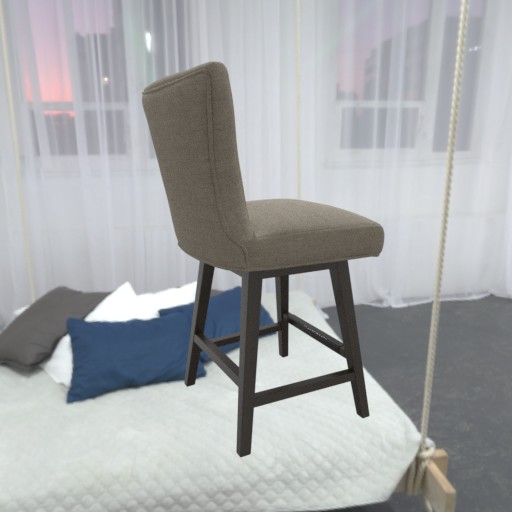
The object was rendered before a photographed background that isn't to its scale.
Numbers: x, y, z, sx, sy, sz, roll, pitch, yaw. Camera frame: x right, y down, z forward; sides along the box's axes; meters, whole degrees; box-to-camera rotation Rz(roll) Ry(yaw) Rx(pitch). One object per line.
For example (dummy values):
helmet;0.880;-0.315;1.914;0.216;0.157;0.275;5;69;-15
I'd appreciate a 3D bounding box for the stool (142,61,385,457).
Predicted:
stool;0.000;0.000;1.353;0.574;1.000;0.514;-8;16;-28
